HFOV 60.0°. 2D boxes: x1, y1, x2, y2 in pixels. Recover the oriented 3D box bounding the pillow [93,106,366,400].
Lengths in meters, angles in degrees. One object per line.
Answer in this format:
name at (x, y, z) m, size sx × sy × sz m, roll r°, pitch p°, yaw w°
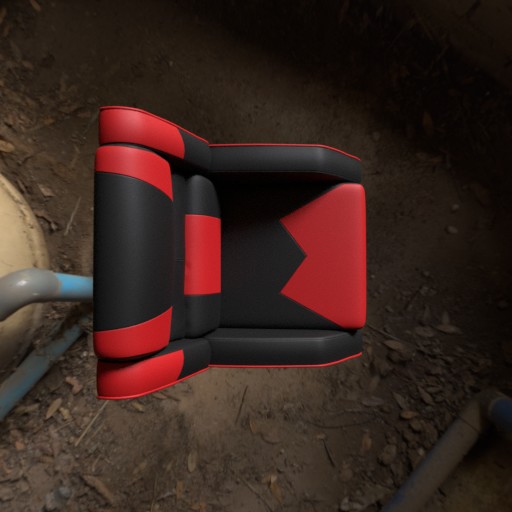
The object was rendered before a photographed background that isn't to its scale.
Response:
pillow at (0.000, 0.000, 1.276) m, size 0.672 × 0.805 × 0.620 m, roll 0°, pitch 89°, yaw 0°
